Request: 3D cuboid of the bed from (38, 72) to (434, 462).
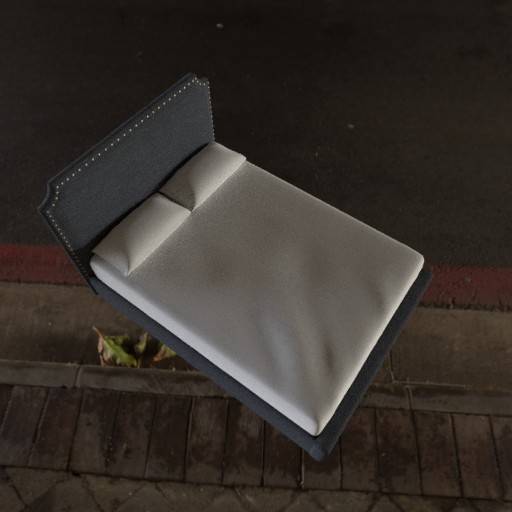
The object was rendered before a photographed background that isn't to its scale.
[{"bbox_3d":[0.000,0.000,3.394,2.372,1.443,1.713,31,63,18],"label":"bed"}]
